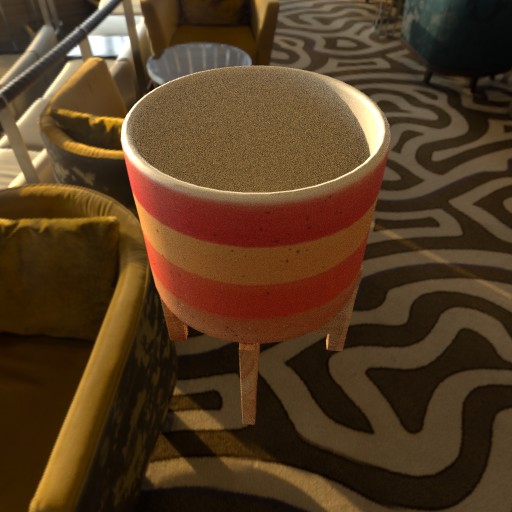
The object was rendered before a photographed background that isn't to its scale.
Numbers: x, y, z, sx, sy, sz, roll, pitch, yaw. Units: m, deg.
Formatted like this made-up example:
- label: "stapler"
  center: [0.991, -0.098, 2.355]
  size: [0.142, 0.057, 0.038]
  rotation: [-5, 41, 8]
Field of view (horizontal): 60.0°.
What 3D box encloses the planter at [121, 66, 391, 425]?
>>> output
- label: "planter"
  center: [0.000, 0.000, 0.562]
  size: [0.269, 0.379, 0.269]
  rotation: [0, 45, 0]
